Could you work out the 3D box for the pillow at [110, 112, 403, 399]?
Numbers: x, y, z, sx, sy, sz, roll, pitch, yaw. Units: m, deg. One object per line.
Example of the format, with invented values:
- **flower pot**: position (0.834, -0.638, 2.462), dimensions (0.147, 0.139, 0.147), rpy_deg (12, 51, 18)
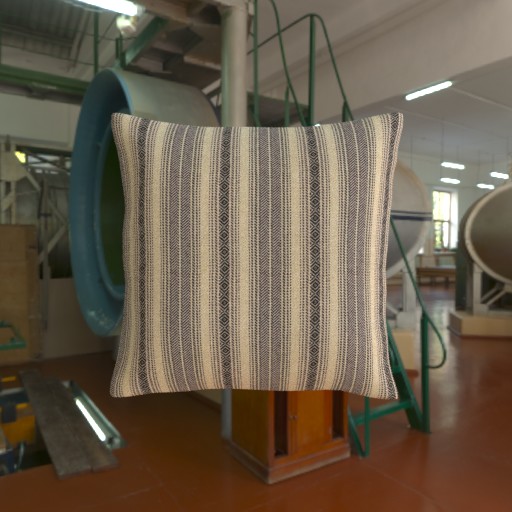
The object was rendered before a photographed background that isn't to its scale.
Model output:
- **pillow**: position (0.000, 0.000, 0.789), dimensions (0.520, 0.508, 0.166), rpy_deg (0, 1, 1)
